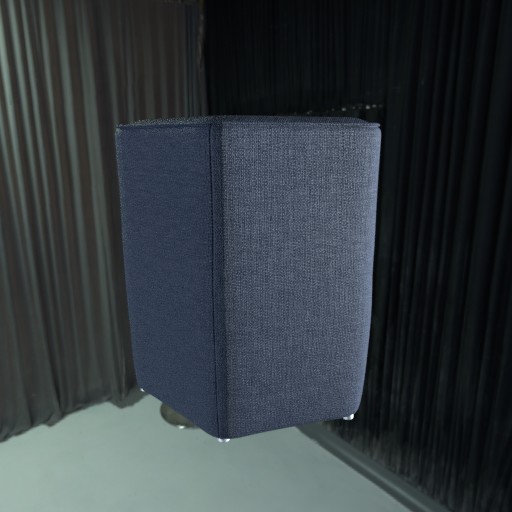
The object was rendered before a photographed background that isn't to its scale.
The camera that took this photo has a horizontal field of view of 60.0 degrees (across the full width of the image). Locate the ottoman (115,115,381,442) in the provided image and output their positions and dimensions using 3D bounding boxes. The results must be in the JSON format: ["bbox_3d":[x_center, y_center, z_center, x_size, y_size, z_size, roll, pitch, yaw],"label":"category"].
[{"bbox_3d":[0.000,0.000,0.865,0.454,0.505,0.492,-13,19,-41],"label":"ottoman"}]
